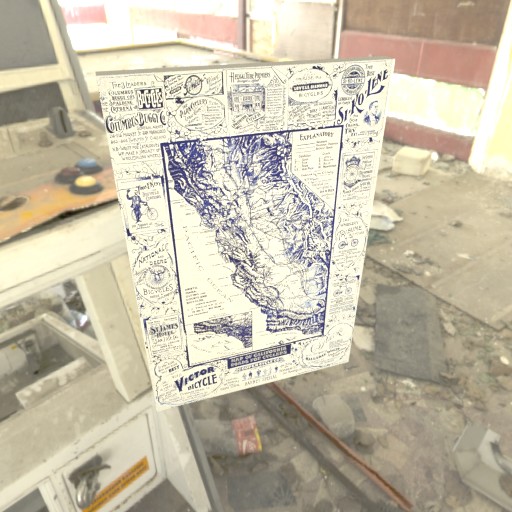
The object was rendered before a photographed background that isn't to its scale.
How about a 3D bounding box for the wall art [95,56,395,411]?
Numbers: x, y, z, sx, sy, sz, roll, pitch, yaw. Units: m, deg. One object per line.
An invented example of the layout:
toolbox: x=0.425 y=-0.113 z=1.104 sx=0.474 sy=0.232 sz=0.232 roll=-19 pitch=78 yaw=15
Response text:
wall art: x=0.000 y=0.000 z=0.938 sx=0.511 sy=0.753 sz=0.039 roll=-10 pitch=34 yaw=-15
